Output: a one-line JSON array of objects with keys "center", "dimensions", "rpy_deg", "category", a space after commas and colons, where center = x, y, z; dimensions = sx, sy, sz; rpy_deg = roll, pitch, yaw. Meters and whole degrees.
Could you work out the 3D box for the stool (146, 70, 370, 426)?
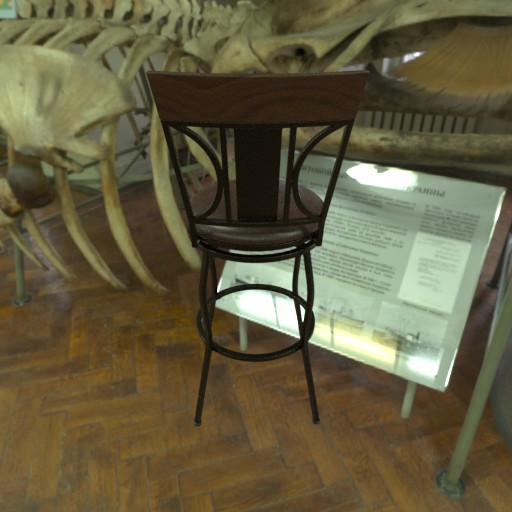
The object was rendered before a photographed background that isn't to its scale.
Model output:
[{"center": [0.000, 0.000, 1.371], "dimensions": [0.448, 1.130, 0.513], "rpy_deg": [-1, 30, -1], "category": "stool"}]
